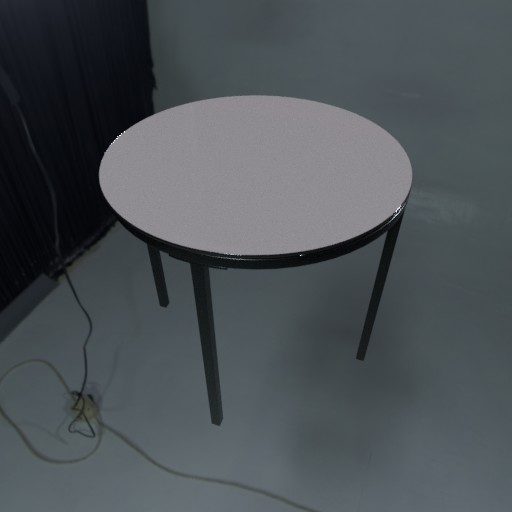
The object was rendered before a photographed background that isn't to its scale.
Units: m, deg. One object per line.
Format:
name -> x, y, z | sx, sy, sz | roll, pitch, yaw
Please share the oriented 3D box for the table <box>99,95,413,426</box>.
table -> 0.000, 0.000, 0.874 | 0.499, 0.443, 0.499 | 0, 42, 0
